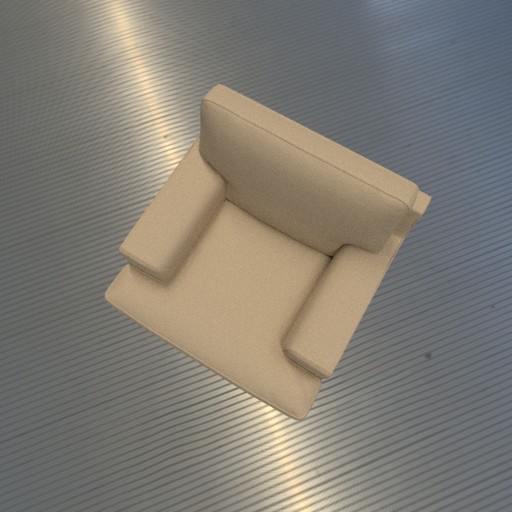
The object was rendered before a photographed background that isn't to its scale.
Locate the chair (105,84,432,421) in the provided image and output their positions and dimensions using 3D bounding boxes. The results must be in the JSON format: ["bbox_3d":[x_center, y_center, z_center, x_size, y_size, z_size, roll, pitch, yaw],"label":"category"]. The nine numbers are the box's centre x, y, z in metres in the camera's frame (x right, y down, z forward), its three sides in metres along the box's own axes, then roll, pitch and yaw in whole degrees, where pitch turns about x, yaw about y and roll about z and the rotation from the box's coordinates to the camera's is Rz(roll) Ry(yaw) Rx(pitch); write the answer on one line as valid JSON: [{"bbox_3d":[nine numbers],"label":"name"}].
[{"bbox_3d":[0.000,0.000,2.196,1.293,1.005,1.274,22,75,6],"label":"chair"}]
